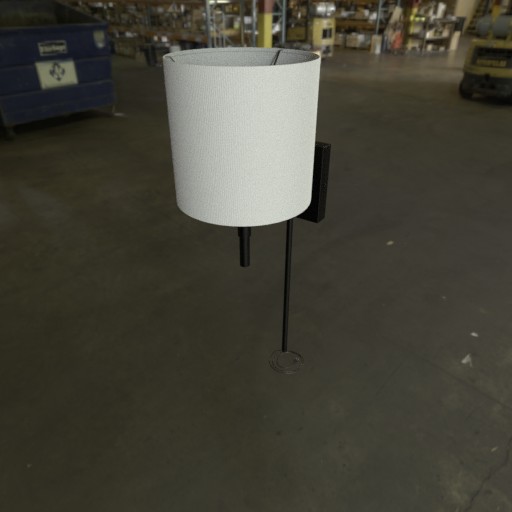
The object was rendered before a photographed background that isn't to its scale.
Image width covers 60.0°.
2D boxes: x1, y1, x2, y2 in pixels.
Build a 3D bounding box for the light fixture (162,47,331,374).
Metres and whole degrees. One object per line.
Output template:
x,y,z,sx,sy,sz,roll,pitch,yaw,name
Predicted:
0.000,0.000,0.704,0.188,0.589,0.248,19,36,29,light fixture
